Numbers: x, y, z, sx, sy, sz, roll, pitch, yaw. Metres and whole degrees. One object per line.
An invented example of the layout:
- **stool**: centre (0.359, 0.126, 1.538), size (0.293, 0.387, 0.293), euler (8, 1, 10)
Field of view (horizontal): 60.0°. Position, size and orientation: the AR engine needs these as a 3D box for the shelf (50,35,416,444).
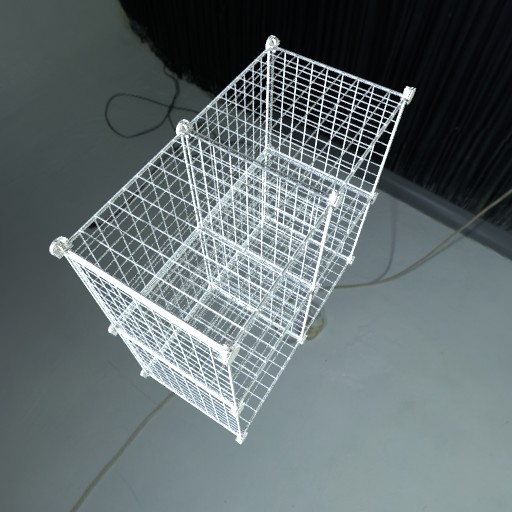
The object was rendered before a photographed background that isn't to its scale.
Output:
- **shelf**: centre (0.000, 0.000, 1.132), size (0.356, 0.711, 0.711), euler (28, 62, 16)
